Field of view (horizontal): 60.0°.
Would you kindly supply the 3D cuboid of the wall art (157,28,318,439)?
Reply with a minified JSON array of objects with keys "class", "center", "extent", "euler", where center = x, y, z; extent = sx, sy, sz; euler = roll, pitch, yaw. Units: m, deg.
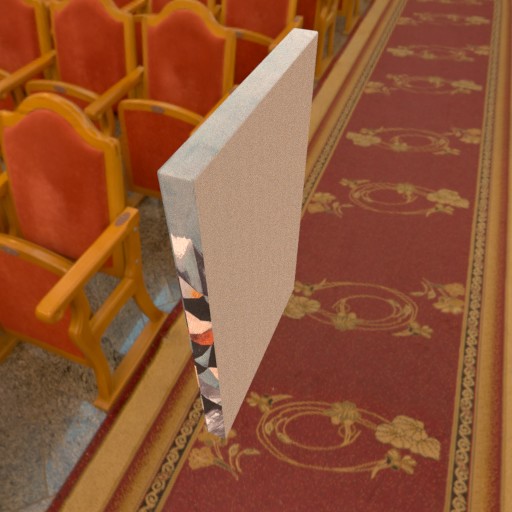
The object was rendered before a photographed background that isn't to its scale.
[{"class":"wall art","center":[0.000,0.000,1.147],"extent":[0.061,0.911,0.609],"euler":[16,48,15]}]
